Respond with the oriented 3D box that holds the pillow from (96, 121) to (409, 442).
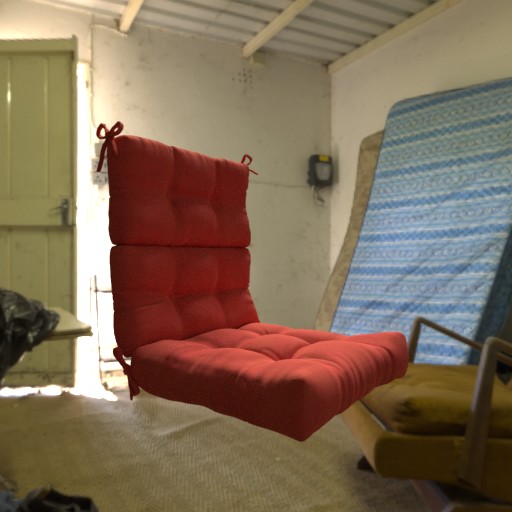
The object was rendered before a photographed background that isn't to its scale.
[{"bbox_3d":[0.000,0.000,1.025,0.571,0.605,0.519,0,0,38],"label":"pillow"}]
